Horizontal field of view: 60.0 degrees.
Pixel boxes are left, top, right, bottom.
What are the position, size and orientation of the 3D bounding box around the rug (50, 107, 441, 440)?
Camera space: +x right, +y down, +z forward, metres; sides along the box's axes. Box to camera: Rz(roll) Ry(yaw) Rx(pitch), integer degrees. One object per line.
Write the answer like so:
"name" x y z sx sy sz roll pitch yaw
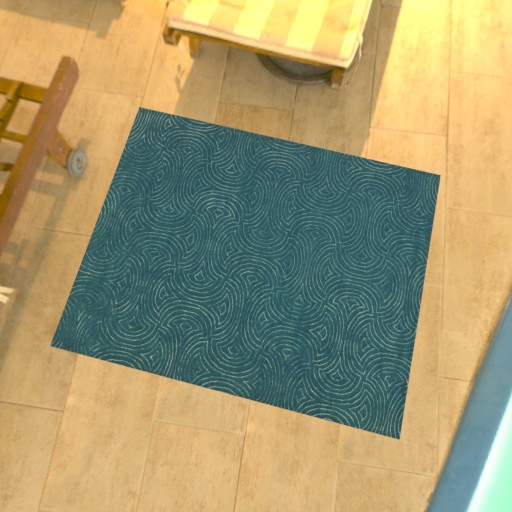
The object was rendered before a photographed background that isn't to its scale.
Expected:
"rug" 0.000 0.000 4.025 3.033 0.012 2.432 14 75 4
